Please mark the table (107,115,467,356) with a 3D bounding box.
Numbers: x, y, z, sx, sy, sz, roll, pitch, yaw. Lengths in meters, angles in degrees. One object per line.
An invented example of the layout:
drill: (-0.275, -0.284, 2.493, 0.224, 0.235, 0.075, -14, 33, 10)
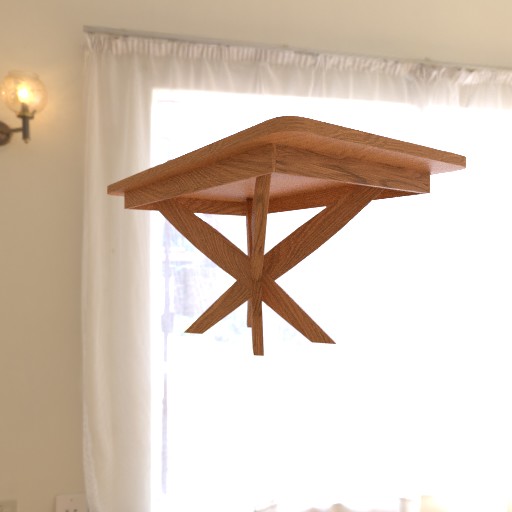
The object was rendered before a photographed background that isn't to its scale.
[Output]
table: (0.000, 0.000, 2.108, 0.950, 0.770, 1.600, 0, 0, -36)
